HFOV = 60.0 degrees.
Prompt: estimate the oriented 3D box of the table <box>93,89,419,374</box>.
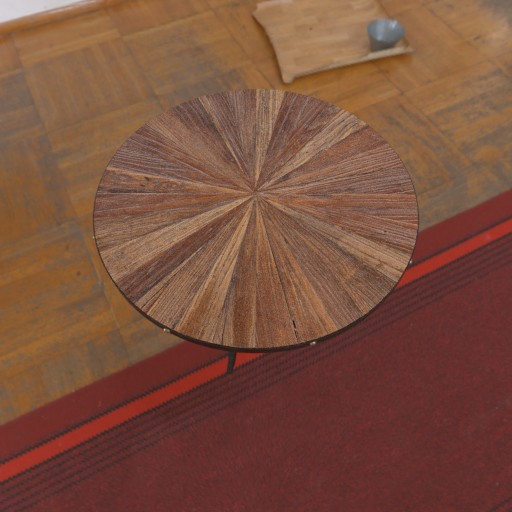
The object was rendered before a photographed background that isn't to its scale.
[{"bbox_3d":[0.000,0.000,1.502,0.885,0.658,0.885,0,59,0],"label":"table"}]
